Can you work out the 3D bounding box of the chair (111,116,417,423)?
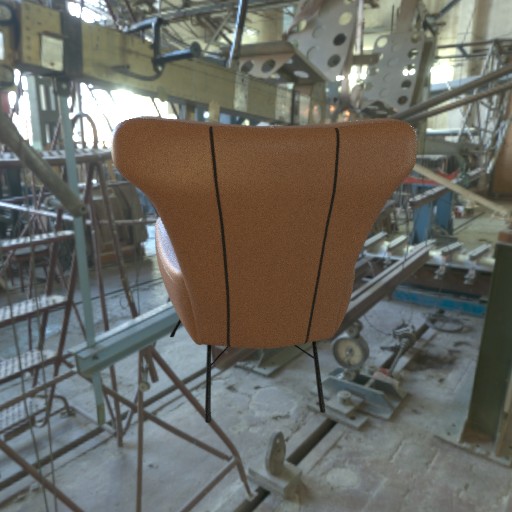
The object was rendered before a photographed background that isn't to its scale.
[{"bbox_3d":[0.000,0.000,1.805,0.980,1.050,0.900,-2,14,-8],"label":"chair"}]
